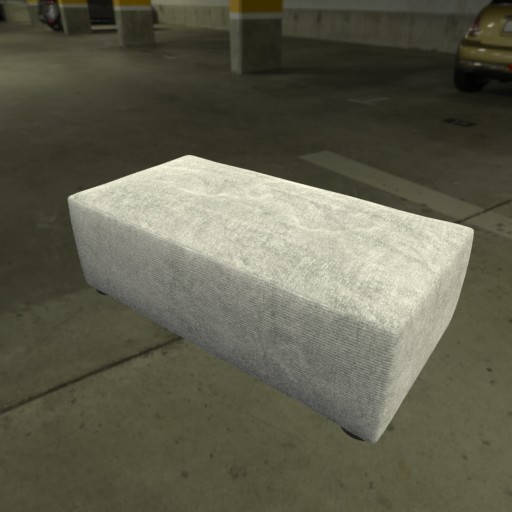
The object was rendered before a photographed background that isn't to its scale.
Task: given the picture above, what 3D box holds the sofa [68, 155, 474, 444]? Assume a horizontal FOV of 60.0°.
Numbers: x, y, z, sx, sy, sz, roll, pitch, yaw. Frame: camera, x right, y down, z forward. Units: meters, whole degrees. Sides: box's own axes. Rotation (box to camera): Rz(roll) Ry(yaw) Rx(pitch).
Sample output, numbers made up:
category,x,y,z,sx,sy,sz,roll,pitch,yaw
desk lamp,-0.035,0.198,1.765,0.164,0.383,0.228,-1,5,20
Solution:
category,x,y,z,sx,sy,sz,roll,pitch,yaw
sofa,0.000,0.000,1.153,0.930,0.330,0.480,21,36,32
